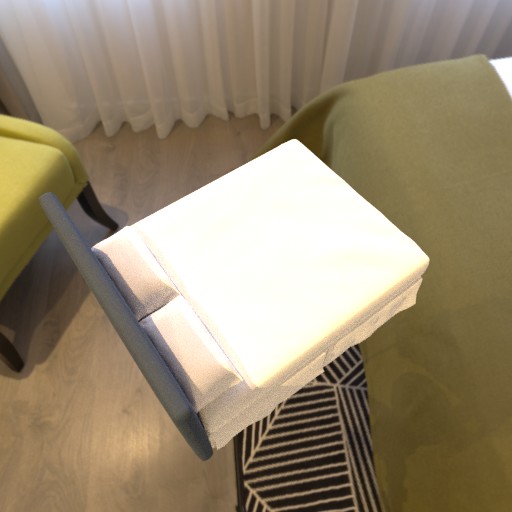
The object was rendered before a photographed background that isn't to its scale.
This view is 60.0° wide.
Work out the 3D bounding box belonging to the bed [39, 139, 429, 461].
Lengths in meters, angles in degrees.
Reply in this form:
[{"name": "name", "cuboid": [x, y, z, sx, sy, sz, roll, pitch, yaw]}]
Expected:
[{"name": "bed", "cuboid": [0.000, 0.000, 3.231, 2.162, 1.330, 1.713, -32, 63, -19]}]
